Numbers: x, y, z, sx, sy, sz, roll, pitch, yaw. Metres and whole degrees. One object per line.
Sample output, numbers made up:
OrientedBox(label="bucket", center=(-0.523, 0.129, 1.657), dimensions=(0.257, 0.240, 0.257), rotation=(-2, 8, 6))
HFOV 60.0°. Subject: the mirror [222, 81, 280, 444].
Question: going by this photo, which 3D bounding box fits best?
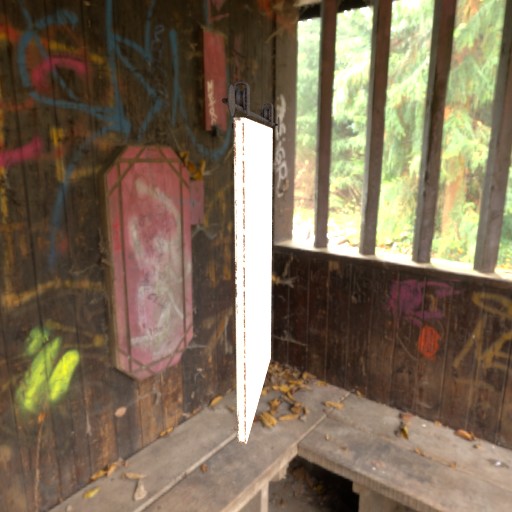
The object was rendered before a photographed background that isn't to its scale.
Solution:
OrientedBox(label="mirror", center=(0.000, 0.000, 1.223), dimensions=(0.037, 0.844, 0.808), rotation=(2, 14, 9))
